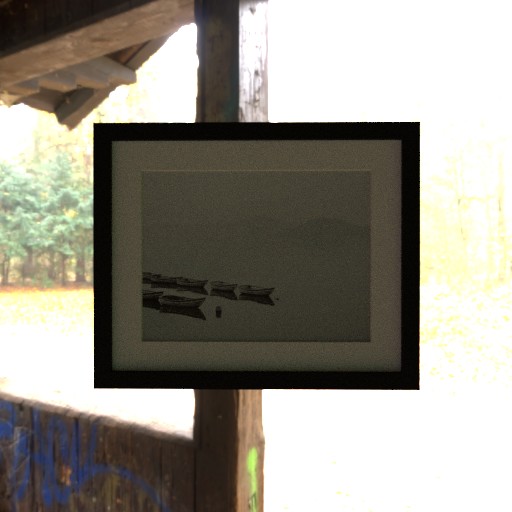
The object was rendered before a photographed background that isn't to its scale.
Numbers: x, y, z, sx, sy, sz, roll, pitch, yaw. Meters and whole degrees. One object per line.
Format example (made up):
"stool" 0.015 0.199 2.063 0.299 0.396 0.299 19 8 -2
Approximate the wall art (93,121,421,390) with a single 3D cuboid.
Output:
"wall art" 0.000 0.000 0.766 0.554 0.454 0.030 0 0 1
